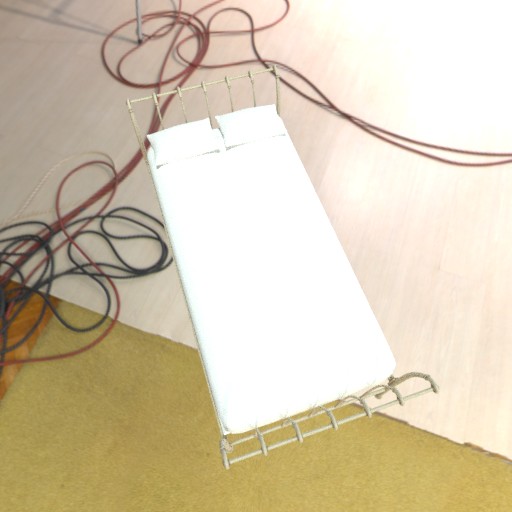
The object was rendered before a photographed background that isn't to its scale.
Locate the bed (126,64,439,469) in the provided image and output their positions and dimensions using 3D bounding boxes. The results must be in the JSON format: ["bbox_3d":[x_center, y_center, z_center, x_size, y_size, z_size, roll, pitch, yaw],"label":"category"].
[{"bbox_3d":[0.000,0.000,2.767,1.032,0.873,2.228,-16,64,-8],"label":"bed"}]
